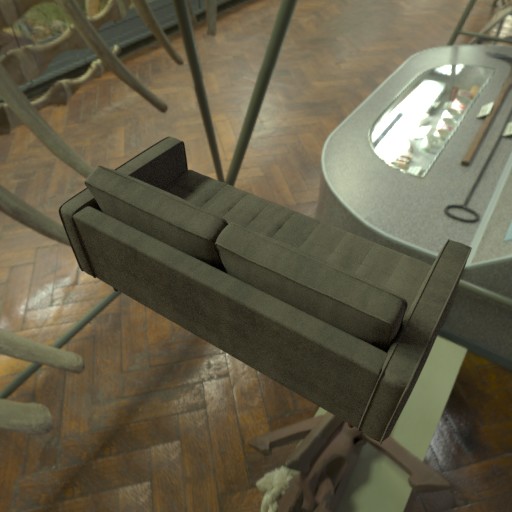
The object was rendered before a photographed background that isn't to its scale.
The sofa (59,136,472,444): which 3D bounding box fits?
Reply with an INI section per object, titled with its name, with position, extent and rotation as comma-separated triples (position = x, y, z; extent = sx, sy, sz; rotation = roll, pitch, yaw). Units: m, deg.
[sofa]
position = 0.000, 0.000, 2.354
extent = 1.920, 0.825, 0.924
rotation = 25, 50, 23
